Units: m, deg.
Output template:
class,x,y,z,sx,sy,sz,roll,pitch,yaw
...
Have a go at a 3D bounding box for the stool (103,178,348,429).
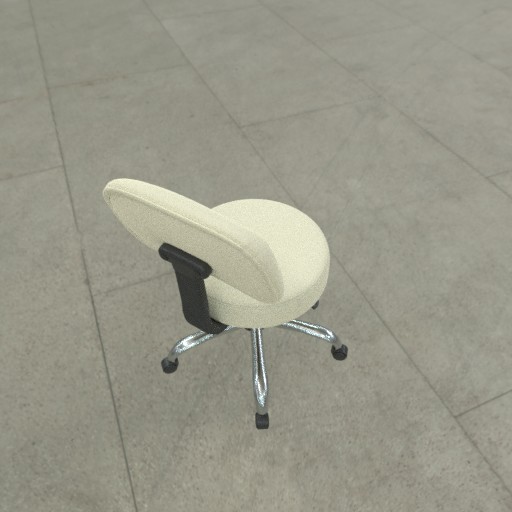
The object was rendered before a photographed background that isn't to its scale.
class,x,y,z,sx,sy,sz,roll,pitch,yaw
stool,0.000,0.000,1.237,0.609,0.810,0.616,24,51,21
